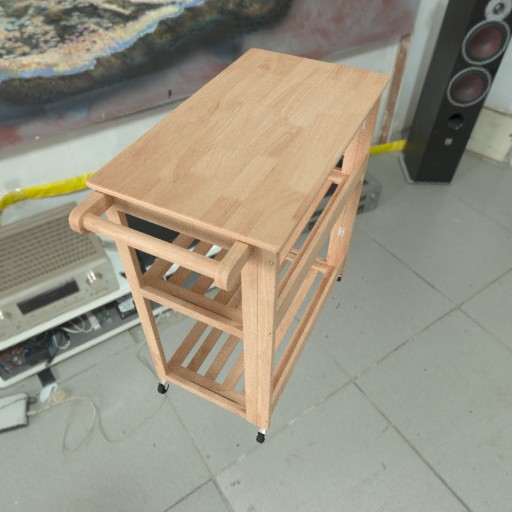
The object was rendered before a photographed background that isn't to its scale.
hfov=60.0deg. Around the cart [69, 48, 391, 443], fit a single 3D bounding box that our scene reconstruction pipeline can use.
[{"bbox_3d":[0.000,0.000,1.351,0.432,0.879,0.853,20,49,18],"label":"cart"}]
